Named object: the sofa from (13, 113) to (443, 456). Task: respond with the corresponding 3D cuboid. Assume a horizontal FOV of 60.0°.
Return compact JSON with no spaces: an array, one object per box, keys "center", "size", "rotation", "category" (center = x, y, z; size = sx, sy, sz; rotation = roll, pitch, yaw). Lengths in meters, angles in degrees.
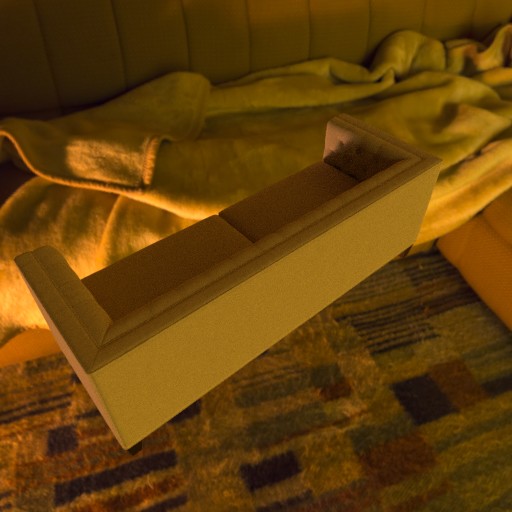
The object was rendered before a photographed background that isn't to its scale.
[{"center":[0.000,0.000,2.495],"size":[2.159,0.762,0.775],"rotation":[-30,52,-28],"category":"sofa"}]
